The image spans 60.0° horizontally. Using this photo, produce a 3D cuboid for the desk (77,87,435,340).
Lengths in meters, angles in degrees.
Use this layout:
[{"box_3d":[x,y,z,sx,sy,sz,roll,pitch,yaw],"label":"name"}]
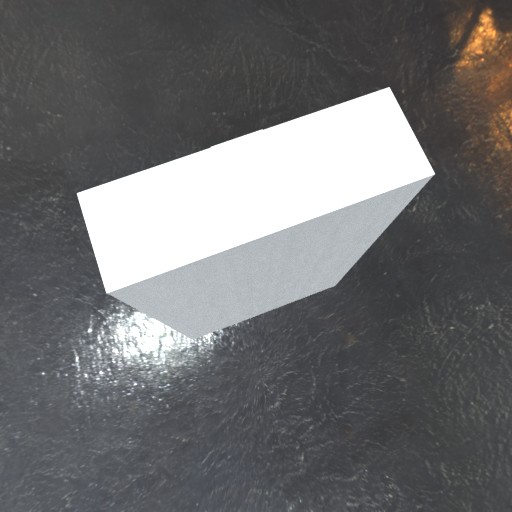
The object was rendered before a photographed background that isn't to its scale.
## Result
[{"box_3d":[0.000,0.000,1.591,0.750,1.280,0.250,-20,76,-5],"label":"desk"}]
